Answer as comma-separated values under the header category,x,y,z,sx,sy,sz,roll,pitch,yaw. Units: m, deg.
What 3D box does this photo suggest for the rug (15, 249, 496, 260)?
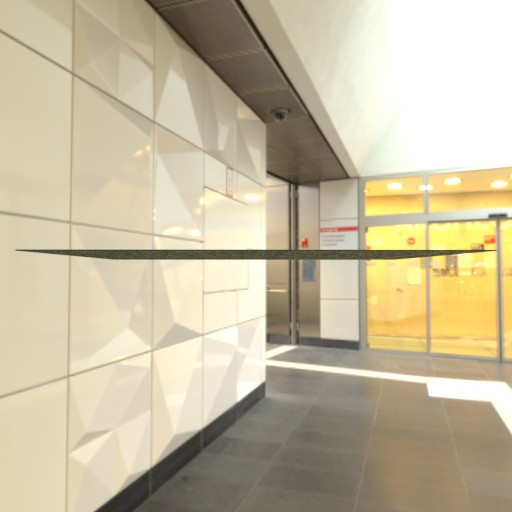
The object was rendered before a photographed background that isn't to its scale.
category,x,y,z,sx,sy,sz,roll,pitch,yaw
rug,0.000,0.000,2.271,1.819,0.005,1.200,0,-2,-1
